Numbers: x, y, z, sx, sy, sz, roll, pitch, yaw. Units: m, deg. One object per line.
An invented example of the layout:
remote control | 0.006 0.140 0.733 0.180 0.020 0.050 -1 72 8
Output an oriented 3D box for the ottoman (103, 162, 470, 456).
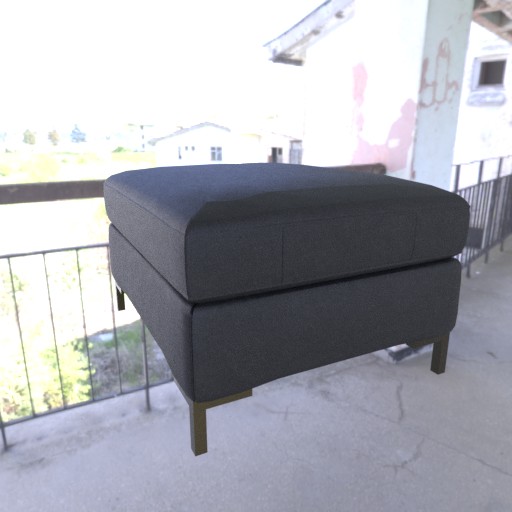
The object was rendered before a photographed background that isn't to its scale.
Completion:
ottoman | 0.000 0.000 1.767 0.967 0.696 1.187 -8 18 -26
